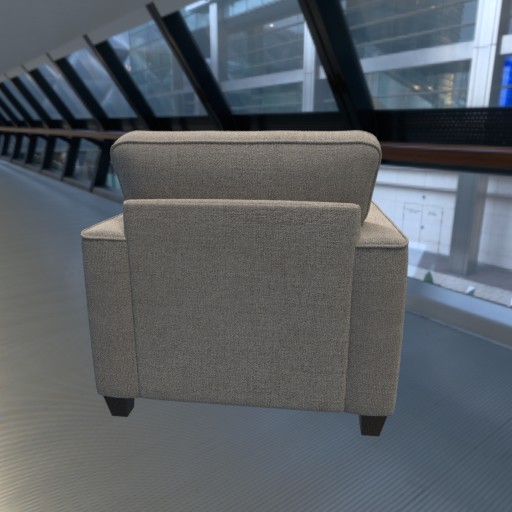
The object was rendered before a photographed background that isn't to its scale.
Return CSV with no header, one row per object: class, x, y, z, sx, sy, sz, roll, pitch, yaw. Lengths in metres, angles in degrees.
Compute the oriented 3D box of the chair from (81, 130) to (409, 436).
chair,0.000,0.000,1.783,1.015,0.965,0.939,2,15,7
